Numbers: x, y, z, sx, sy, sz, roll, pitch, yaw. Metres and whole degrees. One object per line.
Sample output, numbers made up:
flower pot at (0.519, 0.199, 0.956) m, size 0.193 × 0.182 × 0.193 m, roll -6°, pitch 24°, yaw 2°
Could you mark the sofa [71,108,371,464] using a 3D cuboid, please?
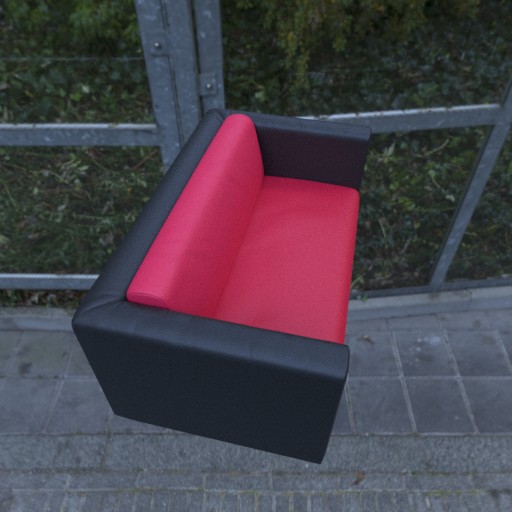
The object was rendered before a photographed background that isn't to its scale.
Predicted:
sofa at (0.000, 0.000, 1.955) m, size 0.845 × 0.735 × 1.410 m, roll 9°, pitch 46°, yaw 9°
